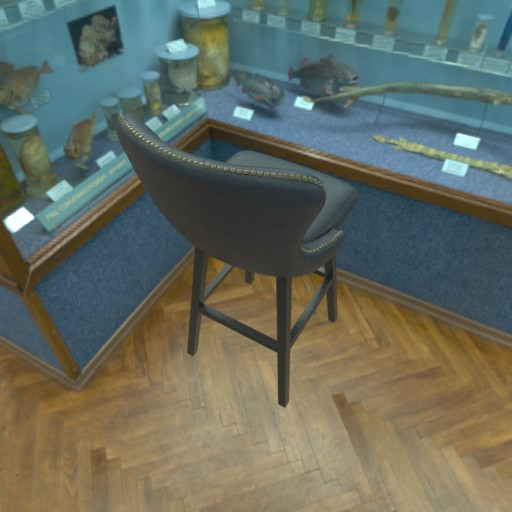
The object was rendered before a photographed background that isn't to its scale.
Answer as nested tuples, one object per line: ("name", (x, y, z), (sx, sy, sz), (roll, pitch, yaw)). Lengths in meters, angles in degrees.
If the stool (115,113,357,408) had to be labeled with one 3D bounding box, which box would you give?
("stool", (0.000, 0.000, 1.392), (0.528, 1.050, 0.601), (23, 50, 21))
